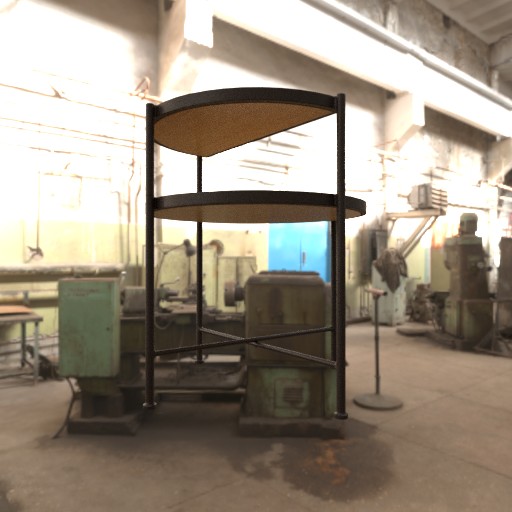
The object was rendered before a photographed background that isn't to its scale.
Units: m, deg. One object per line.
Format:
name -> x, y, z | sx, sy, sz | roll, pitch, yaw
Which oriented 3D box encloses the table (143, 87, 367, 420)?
table -> 0.000, 0.000, 1.179 | 0.628, 0.684, 0.629 | 0, 0, -37
